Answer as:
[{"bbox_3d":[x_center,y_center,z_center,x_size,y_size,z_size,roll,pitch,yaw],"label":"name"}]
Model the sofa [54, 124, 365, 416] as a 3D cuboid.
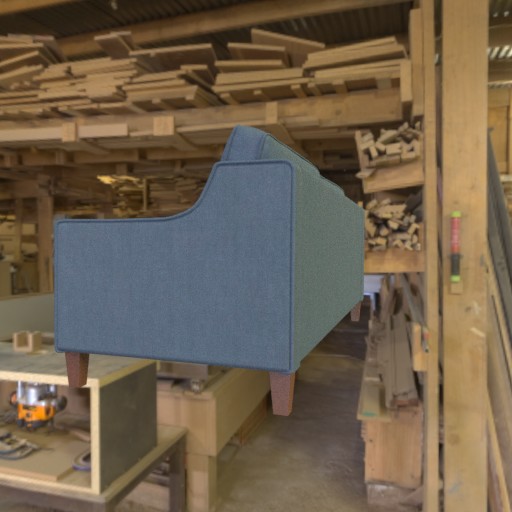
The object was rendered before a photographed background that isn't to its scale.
[{"bbox_3d":[0.000,0.000,2.701,1.066,1.071,2.178,1,2,20],"label":"sofa"}]
